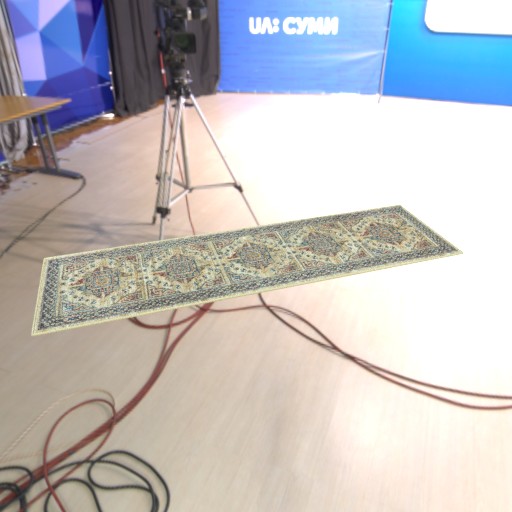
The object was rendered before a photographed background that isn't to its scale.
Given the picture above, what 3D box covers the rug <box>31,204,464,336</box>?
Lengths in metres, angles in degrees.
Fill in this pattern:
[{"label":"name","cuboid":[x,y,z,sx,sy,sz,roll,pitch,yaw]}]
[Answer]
[{"label":"rug","cuboid":[0.000,0.000,2.521,2.297,0.013,0.661,-10,34,-15]}]
